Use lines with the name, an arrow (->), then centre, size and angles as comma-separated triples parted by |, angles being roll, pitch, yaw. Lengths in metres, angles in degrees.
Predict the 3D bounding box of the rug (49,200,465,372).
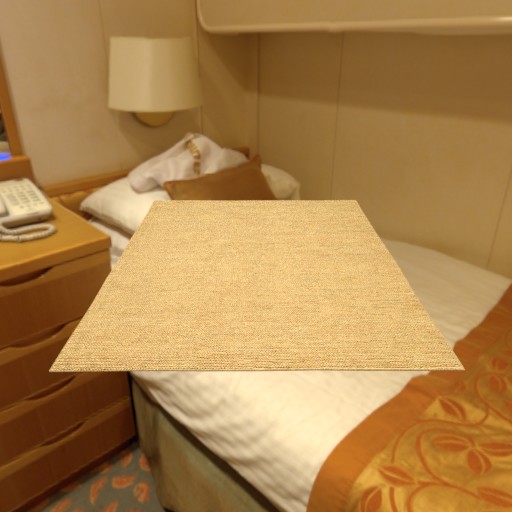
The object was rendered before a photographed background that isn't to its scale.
rug -> 0.000, 0.000, 3.922 | 2.406, 0.012, 3.034 | 0, 26, 0
